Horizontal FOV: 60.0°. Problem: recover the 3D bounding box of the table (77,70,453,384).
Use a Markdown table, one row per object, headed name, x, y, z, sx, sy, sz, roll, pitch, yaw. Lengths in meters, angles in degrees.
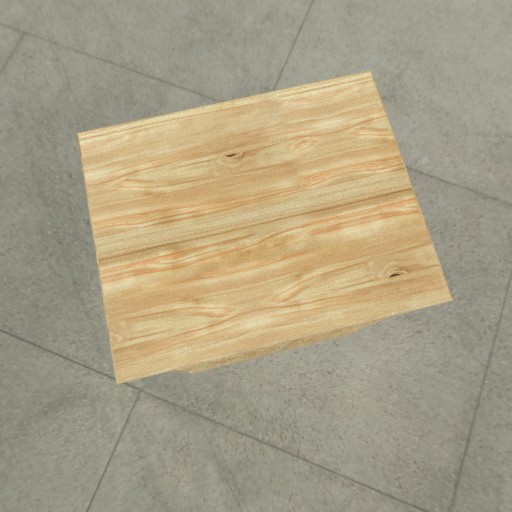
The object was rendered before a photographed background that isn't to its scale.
| name | x | y | z | sx | sy | sz | roll | pitch | yaw |
| --- | --- | --- | --- | --- | --- | --- | --- | --- | --- |
| table | 0.000 | 0.000 | 0.892 | 0.530 | 0.515 | 0.380 | -13 | 76 | -3 |
